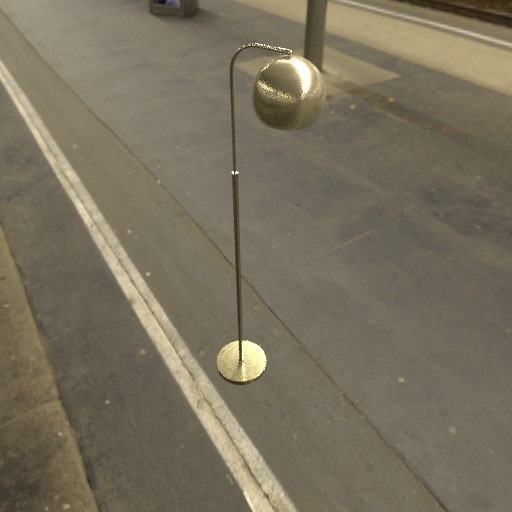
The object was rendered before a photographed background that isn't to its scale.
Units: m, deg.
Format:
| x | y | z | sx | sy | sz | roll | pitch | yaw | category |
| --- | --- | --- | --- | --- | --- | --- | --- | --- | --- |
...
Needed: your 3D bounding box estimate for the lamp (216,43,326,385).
| x | y | z | sx | sy | sz | roll | pitch | yaw | category |
| --- | --- | --- | --- | --- | --- | --- | --- | --- | --- |
| 0.000 | 0.000 | 1.704 | 0.431 | 1.526 | 0.250 | 25 | 46 | 27 | lamp |
